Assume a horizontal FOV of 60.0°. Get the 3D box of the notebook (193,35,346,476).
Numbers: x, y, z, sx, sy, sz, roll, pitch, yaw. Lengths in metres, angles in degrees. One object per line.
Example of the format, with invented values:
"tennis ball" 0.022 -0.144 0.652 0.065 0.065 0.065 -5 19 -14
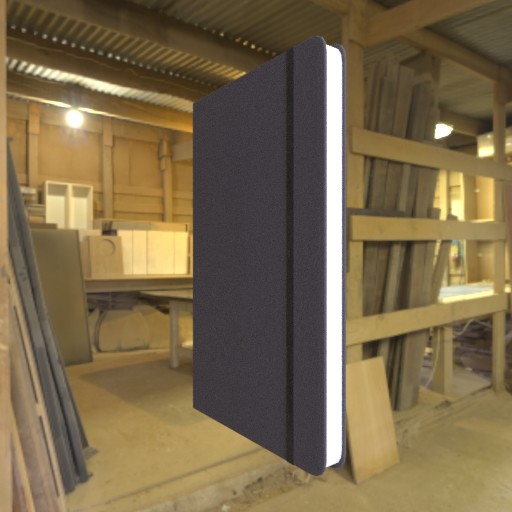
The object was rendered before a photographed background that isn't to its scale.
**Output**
"notebook" 0.000 0.000 0.263 0.016 0.213 0.127 0 0 -37
